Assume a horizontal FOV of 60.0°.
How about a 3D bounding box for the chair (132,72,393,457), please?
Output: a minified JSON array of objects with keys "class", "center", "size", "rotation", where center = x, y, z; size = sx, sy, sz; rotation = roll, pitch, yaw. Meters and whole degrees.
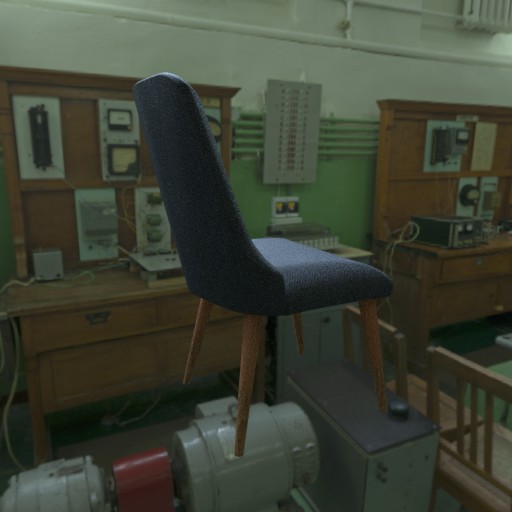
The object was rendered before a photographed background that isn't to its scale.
[{"class":"chair","center":[0.000,0.000,1.153],"size":[0.567,0.820,0.504],"rotation":[-7,14,-27]}]
